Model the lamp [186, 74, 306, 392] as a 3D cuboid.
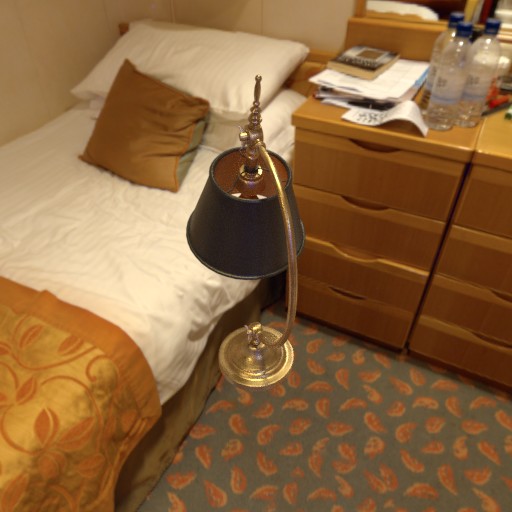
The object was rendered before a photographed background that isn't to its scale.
[{"bbox_3d":[0.000,0.000,0.841,0.235,0.675,0.344,-13,42,-15],"label":"lamp"}]
